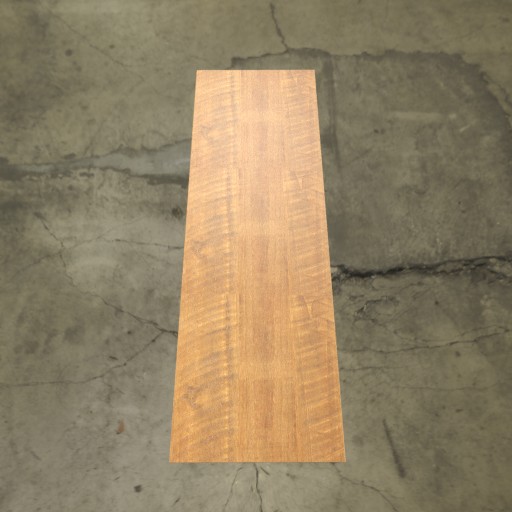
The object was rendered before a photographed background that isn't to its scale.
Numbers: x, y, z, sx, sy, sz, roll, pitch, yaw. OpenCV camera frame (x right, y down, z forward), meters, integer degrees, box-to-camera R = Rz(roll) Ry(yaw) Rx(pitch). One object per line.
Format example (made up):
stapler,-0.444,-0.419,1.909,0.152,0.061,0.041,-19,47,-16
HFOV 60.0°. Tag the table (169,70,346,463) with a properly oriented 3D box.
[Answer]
table,0.000,0.000,1.780,0.499,0.491,1.499,0,66,0
